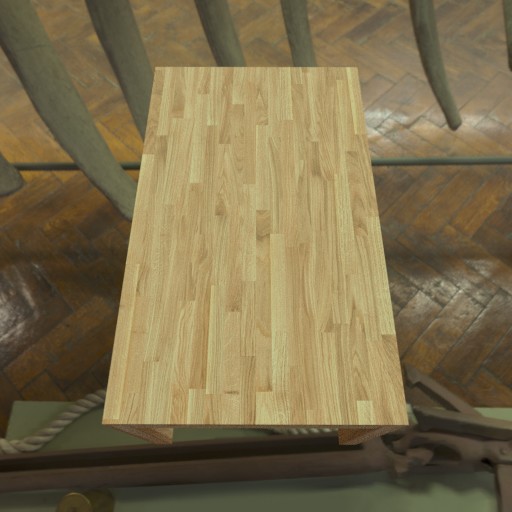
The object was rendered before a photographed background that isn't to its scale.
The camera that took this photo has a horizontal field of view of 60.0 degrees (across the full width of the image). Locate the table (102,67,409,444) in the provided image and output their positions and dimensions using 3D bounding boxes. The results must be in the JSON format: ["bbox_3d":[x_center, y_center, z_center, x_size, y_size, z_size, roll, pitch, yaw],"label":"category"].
[{"bbox_3d":[0.000,0.000,1.980,0.900,0.770,1.500,0,63,0],"label":"table"}]
